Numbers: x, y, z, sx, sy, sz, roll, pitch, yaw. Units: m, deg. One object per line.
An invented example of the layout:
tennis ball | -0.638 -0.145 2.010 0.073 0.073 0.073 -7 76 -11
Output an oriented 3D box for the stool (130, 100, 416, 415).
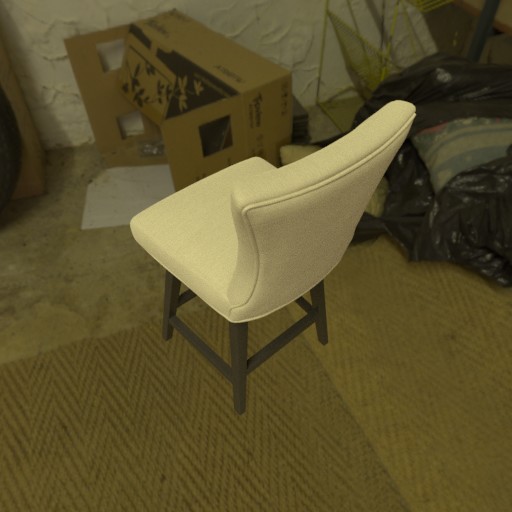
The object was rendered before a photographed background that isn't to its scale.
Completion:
stool | 0.000 0.000 1.332 0.514 1.000 0.574 -32 54 -27
